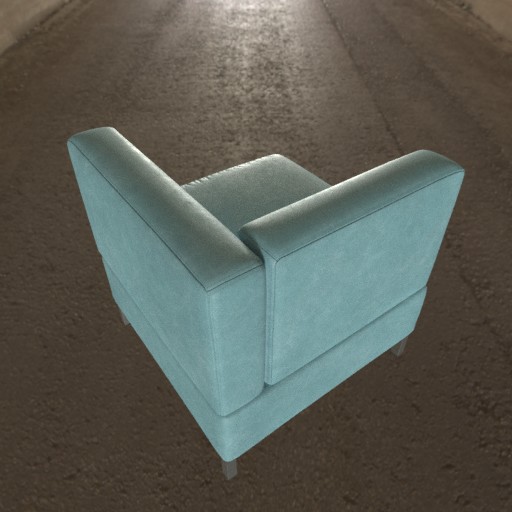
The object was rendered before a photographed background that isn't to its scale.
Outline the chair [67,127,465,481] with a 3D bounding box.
[{"bbox_3d":[0.000,0.000,1.194,0.680,0.660,0.680,-26,47,-27],"label":"chair"}]
